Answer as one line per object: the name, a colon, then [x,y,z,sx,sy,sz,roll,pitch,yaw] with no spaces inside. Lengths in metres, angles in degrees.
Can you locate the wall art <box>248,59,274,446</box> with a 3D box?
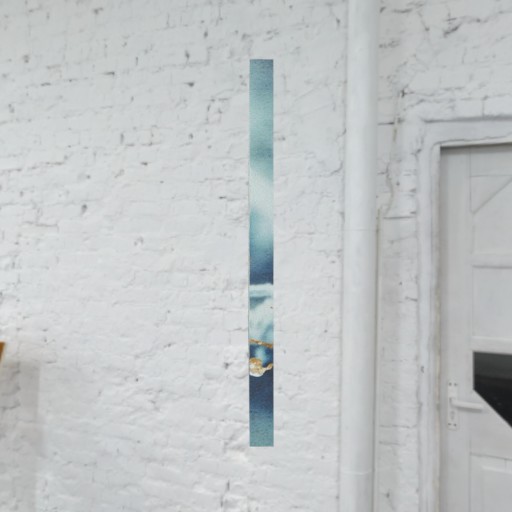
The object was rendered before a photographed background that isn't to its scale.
wall art: [0.000,0.000,1.151,0.038,0.608,0.912,0,-1,-1]
